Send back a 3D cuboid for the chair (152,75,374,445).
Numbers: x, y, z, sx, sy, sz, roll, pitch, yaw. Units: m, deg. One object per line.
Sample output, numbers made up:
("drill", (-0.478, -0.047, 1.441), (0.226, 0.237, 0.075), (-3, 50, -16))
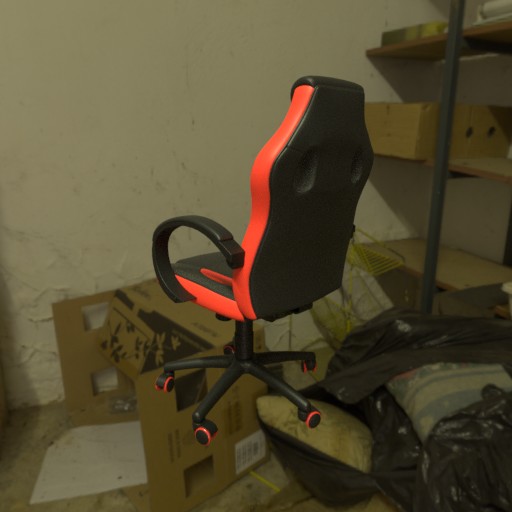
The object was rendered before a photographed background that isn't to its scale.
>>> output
("chair", (0.000, 0.000, 1.416), (0.600, 1.016, 0.642), (-14, 20, -43))
